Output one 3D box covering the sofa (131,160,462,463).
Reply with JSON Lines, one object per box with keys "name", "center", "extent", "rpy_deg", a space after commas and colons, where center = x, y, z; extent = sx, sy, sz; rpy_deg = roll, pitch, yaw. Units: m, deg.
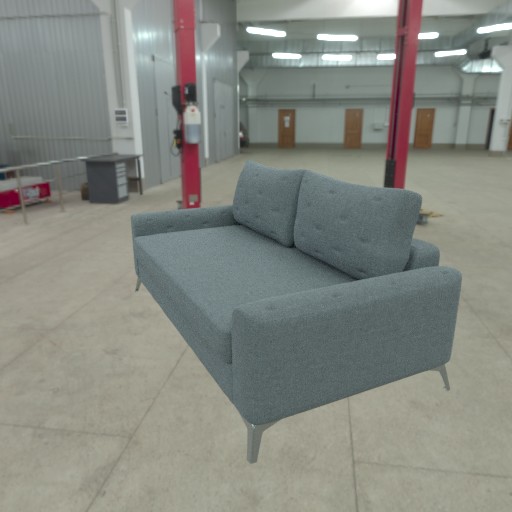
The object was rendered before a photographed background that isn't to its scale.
{"name": "sofa", "center": [0.000, 0.000, 2.141], "extent": [0.920, 0.790, 1.650], "rpy_deg": [-8, 19, -26]}
